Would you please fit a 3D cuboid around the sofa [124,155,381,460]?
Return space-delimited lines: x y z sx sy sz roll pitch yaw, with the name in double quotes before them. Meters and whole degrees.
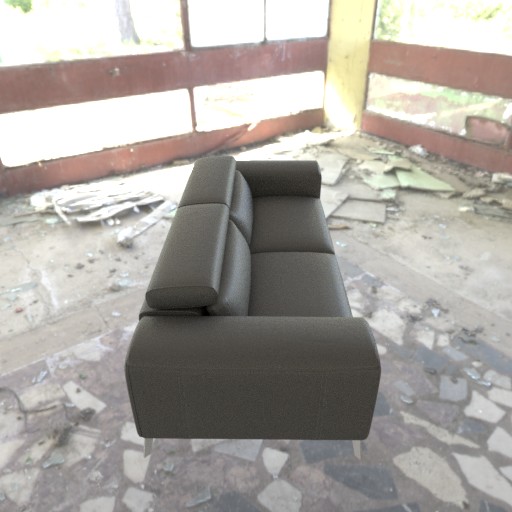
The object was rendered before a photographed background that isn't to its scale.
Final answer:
"sofa" 0.000 0.000 2.772 1.023 0.759 2.321 0 32 1
